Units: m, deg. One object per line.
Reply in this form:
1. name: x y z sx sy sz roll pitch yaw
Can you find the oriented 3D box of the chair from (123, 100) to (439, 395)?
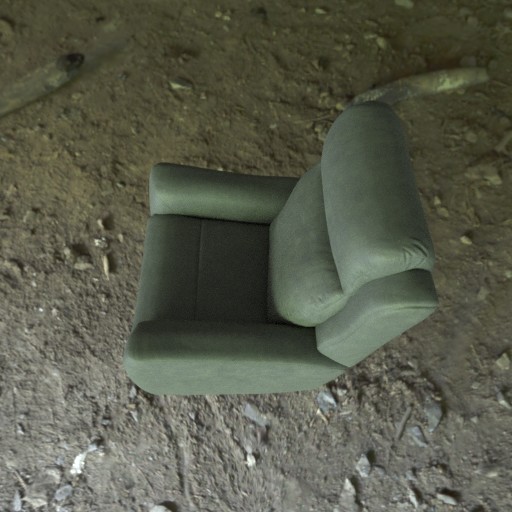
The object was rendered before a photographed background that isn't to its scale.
1. chair: 0.000 0.000 1.862 1.068 1.116 0.967 0 60 0
